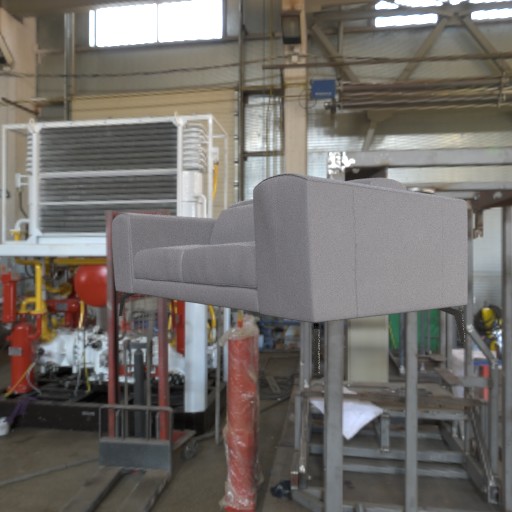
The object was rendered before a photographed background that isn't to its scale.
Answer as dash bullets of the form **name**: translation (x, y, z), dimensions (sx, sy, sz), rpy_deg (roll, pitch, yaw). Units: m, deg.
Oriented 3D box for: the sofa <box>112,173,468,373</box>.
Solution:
- **sofa**: translation (0.000, 0.000, 2.434), dimensions (1.003, 0.779, 1.895), rpy_deg (0, -1, -36)
